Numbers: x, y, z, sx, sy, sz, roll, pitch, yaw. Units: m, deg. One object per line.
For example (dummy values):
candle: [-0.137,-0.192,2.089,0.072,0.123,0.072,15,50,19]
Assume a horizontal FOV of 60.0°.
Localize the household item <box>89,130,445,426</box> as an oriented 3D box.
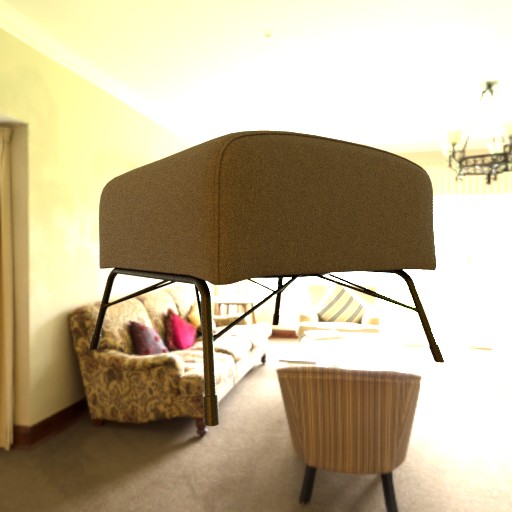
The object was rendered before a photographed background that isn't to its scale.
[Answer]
household item: [0.000,0.000,0.914,0.530,0.410,0.530,-1,1,-36]
